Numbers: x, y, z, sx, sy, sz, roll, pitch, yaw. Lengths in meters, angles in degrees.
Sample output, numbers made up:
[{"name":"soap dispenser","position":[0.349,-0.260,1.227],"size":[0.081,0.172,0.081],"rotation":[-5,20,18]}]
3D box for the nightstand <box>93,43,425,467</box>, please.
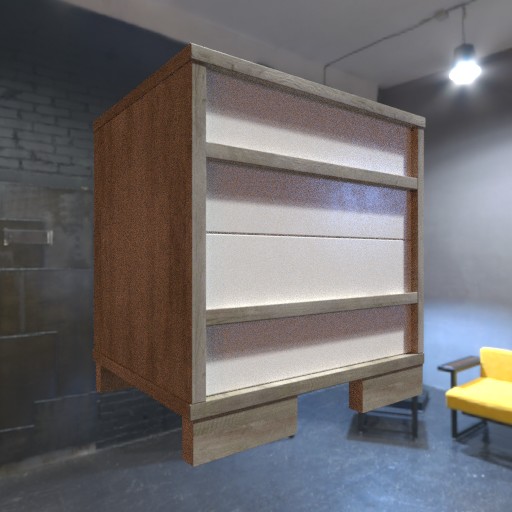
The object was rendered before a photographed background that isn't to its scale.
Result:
[{"name":"nightstand","position":[0.000,0.000,0.731],"size":[0.427,0.448,0.347],"rotation":[0,0,-36]}]
